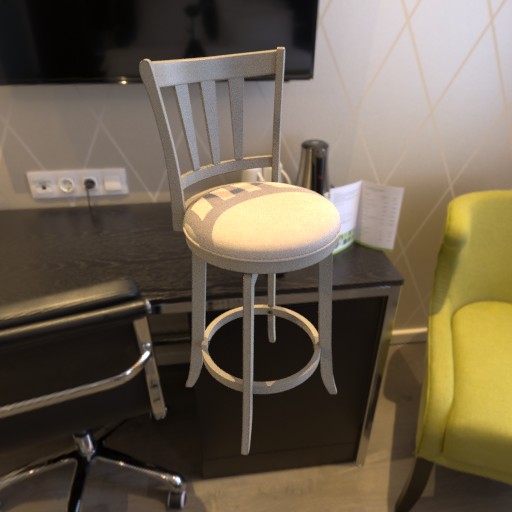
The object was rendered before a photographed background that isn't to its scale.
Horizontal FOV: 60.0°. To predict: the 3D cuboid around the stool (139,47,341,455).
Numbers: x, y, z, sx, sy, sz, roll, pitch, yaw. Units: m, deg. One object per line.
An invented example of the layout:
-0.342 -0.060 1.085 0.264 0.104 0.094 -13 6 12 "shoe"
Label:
0.000 0.000 1.275 0.436 1.042 0.475 -22 37 -31 "stool"
